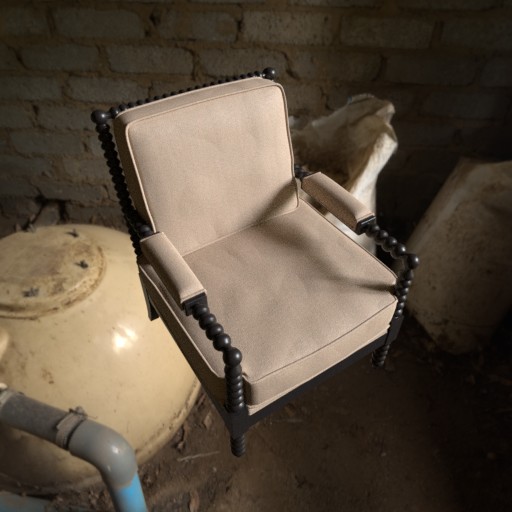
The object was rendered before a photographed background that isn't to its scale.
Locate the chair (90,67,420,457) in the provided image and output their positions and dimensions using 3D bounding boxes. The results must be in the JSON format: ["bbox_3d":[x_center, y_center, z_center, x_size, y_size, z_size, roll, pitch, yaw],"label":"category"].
[{"bbox_3d":[0.000,0.000,1.183,0.555,0.703,0.657,-24,49,-23],"label":"chair"}]
